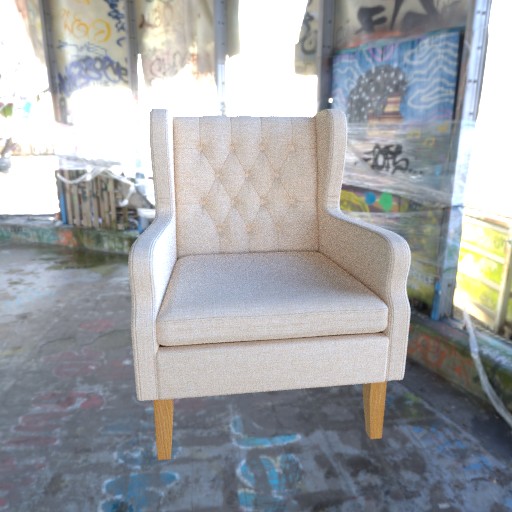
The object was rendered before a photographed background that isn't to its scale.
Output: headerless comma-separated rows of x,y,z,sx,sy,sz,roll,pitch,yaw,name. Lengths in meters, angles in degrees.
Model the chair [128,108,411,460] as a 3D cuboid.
0.000,0.000,1.446,0.710,0.930,0.760,-2,16,-8,chair
